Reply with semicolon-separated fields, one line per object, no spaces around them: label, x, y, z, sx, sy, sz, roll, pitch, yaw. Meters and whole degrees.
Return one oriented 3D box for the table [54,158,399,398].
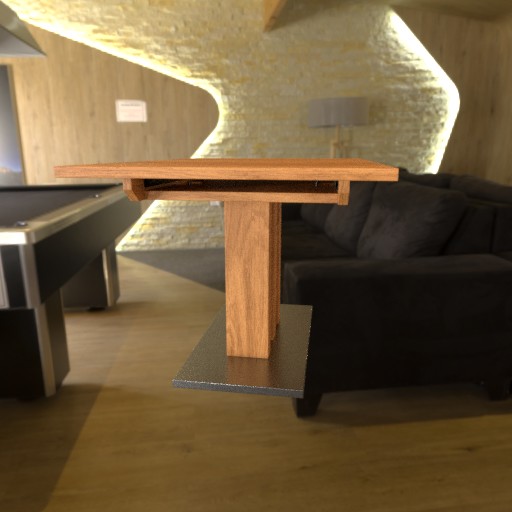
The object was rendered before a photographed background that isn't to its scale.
table;0.000;0.000;1.841;0.900;0.770;1.300;2;14;9
